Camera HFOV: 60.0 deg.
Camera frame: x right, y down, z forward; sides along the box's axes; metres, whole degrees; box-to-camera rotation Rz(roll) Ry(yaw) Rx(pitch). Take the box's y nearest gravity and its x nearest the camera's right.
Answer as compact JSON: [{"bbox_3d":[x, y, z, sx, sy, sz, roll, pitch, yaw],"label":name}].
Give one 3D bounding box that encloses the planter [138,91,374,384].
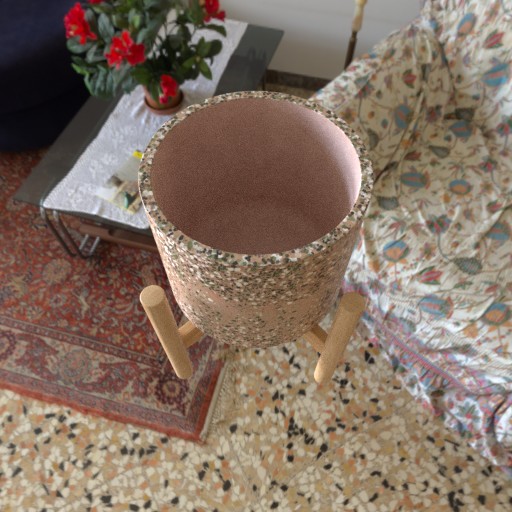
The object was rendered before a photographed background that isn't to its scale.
[{"bbox_3d":[0.000,0.000,0.557,0.284,0.320,0.284,-17,59,-11],"label":"planter"}]
